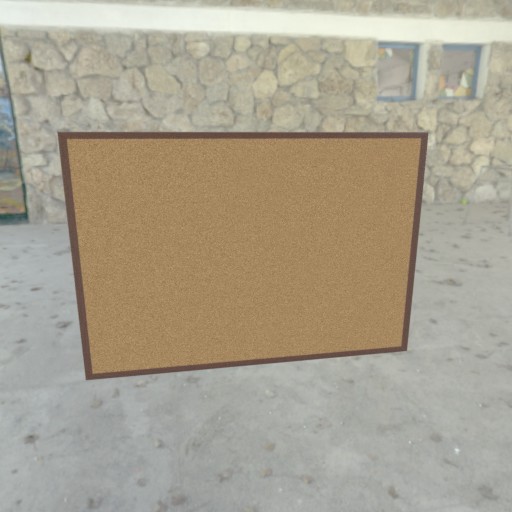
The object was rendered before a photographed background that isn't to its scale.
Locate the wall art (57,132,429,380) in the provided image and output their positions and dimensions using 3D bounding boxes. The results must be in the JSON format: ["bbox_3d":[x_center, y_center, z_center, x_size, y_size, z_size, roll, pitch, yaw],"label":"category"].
[{"bbox_3d":[0.000,0.000,0.844,0.660,0.455,0.014,-3,16,-10],"label":"wall art"}]
